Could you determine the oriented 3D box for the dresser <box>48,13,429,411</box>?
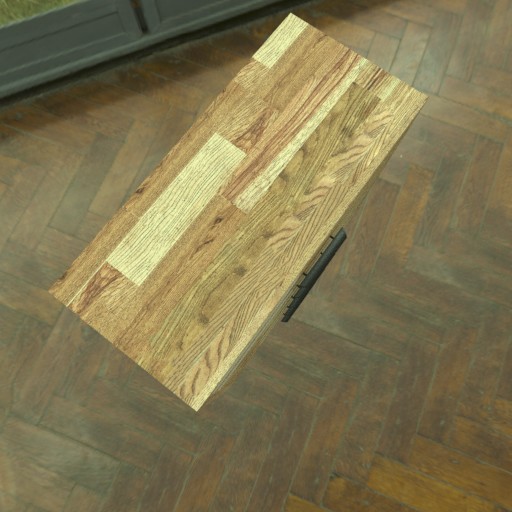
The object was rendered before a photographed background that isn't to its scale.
[{"bbox_3d":[0.000,0.000,1.685,0.480,1.243,0.966,36,78,8],"label":"dresser"}]
